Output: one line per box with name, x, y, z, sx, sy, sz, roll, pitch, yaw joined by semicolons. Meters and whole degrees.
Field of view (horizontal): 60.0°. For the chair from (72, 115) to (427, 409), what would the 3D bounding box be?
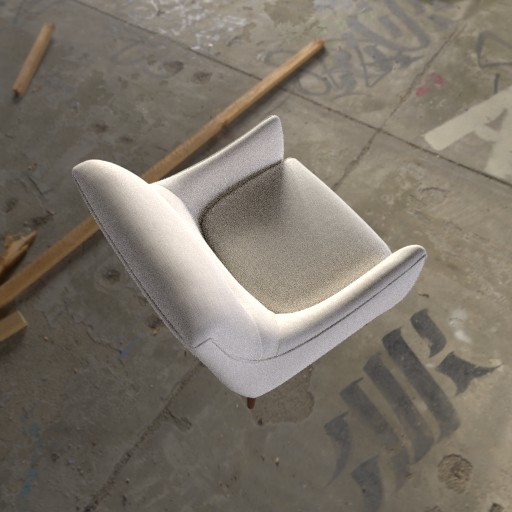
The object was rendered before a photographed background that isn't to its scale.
chair;0.000;0.000;1.456;0.787;0.838;0.762;-31;63;-18
